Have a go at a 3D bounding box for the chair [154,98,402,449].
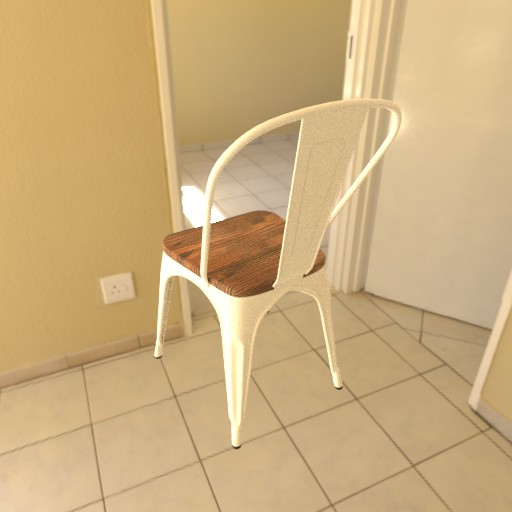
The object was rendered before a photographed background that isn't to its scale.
[{"bbox_3d":[0.000,0.000,1.147,0.452,0.851,0.521,-19,35,-29],"label":"chair"}]
